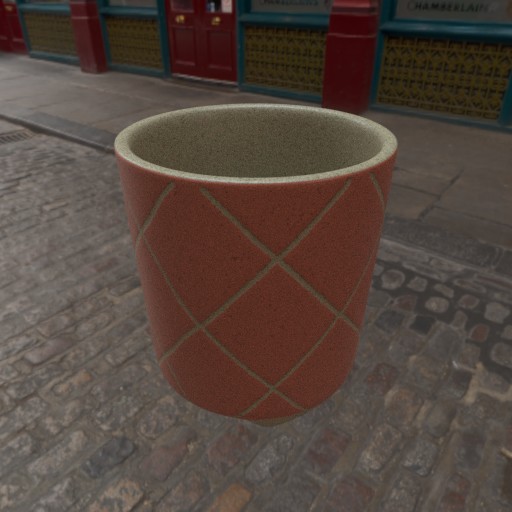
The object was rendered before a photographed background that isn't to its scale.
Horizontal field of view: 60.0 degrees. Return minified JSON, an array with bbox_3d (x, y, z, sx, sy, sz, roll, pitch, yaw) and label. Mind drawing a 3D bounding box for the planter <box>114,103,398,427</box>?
[{"bbox_3d":[0.000,0.000,0.358,0.191,0.200,0.191,0,31,0],"label":"planter"}]
